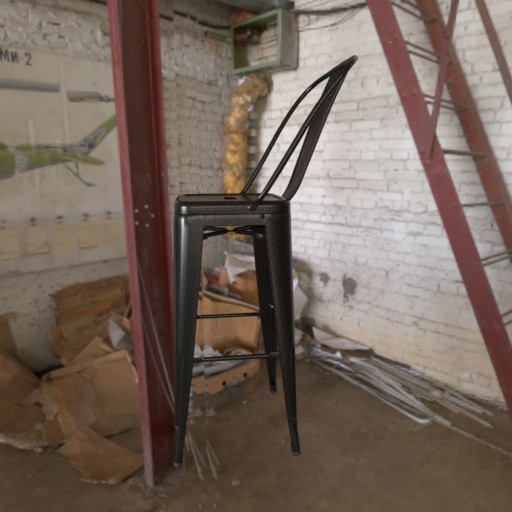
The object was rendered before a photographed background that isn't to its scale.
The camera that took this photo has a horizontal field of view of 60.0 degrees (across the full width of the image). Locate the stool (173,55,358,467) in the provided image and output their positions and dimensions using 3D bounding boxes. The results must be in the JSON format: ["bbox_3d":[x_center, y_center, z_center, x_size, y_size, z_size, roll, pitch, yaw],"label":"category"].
[{"bbox_3d":[0.000,0.000,1.316,0.513,1.096,0.399,-2,12,-8],"label":"stool"}]
